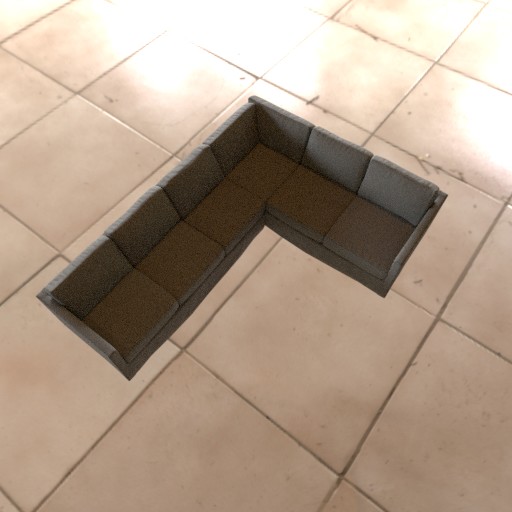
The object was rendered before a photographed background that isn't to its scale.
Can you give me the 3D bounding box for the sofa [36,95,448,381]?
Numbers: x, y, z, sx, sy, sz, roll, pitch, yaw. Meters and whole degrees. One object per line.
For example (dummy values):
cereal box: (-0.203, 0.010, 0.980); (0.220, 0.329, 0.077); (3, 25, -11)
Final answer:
sofa: (0.000, 0.000, 4.324); (2.432, 0.871, 3.182); (33, 65, 17)
